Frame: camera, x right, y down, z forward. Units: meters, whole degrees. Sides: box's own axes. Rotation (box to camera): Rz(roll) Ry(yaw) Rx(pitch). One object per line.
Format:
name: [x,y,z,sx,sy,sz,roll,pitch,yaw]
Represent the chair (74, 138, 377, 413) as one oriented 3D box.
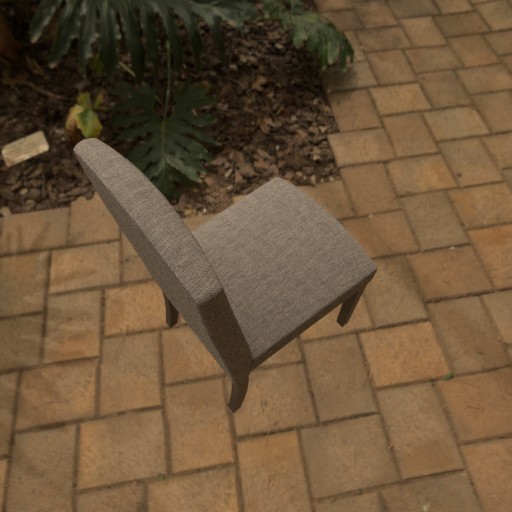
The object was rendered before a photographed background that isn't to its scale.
chair: [0.000,0.000,1.226,0.580,0.917,0.451,-34,64,-19]
